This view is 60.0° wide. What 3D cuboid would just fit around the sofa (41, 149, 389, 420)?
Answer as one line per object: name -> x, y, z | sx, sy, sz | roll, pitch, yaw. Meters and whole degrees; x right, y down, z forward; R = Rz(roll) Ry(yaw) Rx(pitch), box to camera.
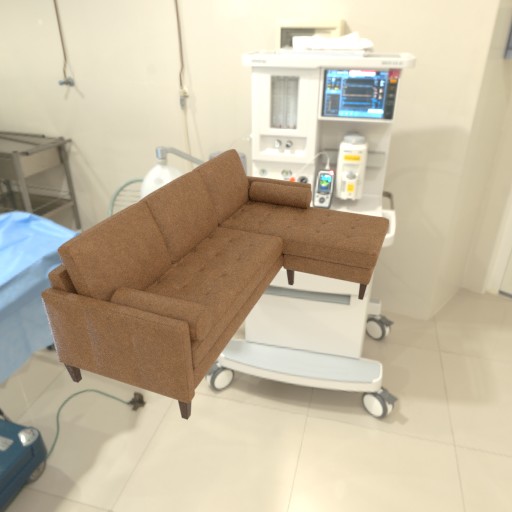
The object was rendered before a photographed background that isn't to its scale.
sofa -> 0.000, 0.000, 2.961 | 1.506, 0.876, 2.178 | 11, 30, 19
